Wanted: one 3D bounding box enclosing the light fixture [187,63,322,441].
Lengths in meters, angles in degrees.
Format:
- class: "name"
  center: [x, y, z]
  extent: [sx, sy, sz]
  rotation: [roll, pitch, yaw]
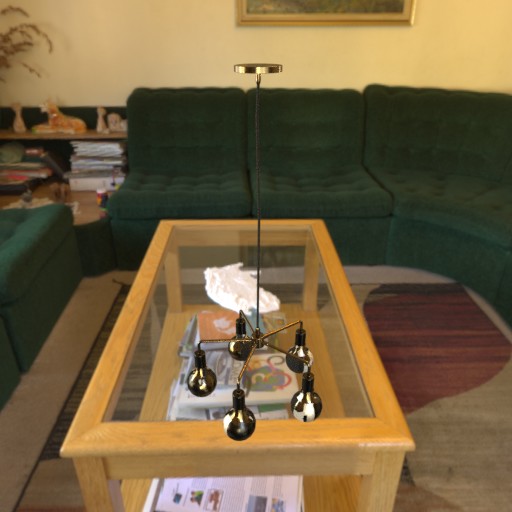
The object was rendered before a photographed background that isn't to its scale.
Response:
- class: "light fixture"
  center: [0.000, 0.000, 1.244]
  extent: [0.438, 0.988, 0.421]
  rotation: [-9, 28, -17]
